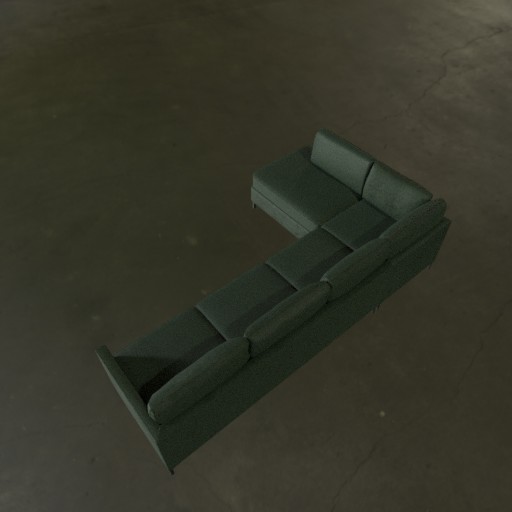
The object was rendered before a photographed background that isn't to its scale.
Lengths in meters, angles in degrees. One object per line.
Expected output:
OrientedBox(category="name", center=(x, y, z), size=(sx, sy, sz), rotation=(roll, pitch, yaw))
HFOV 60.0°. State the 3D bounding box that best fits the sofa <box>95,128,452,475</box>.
OrientedBox(category="sofa", center=(0.000, 0.000, 4.328), size=(3.384, 0.996, 2.048), rotation=(-31, 55, -25))
